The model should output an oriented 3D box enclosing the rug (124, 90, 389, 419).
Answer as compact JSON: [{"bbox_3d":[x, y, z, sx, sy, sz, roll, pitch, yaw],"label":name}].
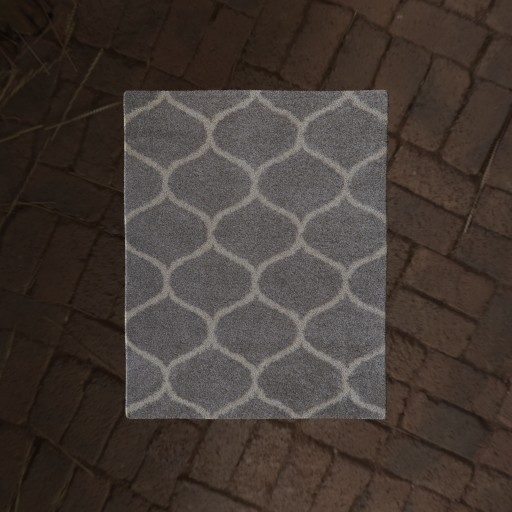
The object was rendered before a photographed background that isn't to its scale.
[{"bbox_3d":[0.000,0.000,4.050,2.399,0.026,3.000,0,91,0],"label":"rug"}]
